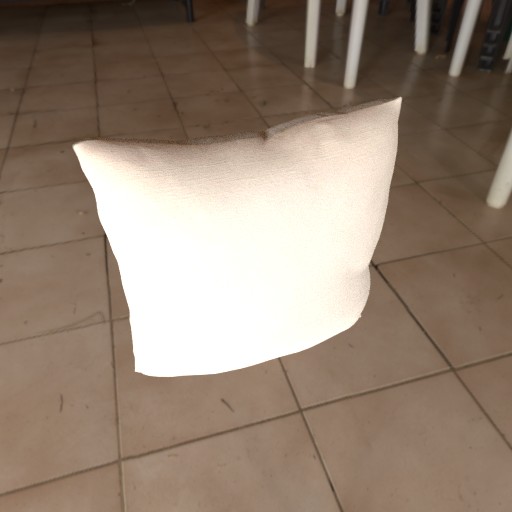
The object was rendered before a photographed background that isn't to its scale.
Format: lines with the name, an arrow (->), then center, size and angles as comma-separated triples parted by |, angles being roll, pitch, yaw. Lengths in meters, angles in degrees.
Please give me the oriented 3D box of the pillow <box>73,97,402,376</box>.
pillow -> 0.000, 0.000, 0.698 | 0.450, 0.448, 0.245 | -12, 42, -13
